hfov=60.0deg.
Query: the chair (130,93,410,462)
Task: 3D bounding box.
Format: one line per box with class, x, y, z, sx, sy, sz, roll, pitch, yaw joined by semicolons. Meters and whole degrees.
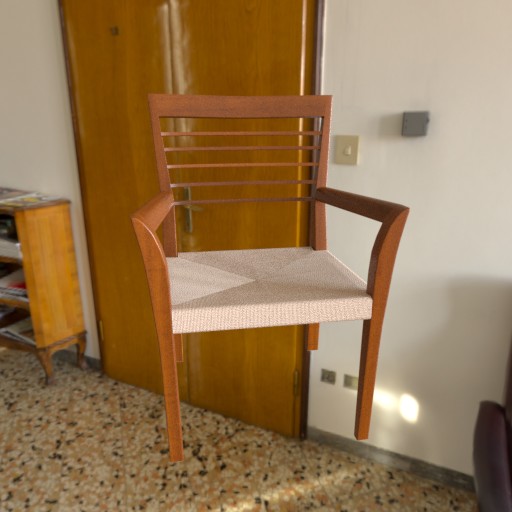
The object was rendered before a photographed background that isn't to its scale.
chair;0.000;0.000;1.216;0.587;0.855;0.540;-3;18;-9
